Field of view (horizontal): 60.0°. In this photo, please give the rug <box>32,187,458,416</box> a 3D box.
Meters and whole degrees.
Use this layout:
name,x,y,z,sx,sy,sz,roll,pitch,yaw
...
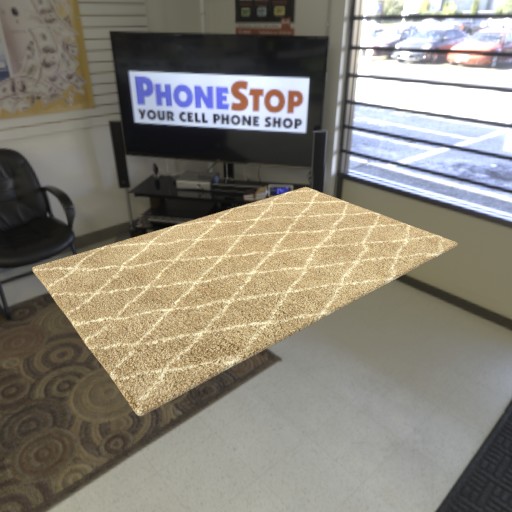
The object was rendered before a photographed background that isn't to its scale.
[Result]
name,x,y,z,sx,sy,sz,roll,pitch,yaw
rug,0.000,0.000,2.968,2.438,0.030,1.524,-21,35,-34
